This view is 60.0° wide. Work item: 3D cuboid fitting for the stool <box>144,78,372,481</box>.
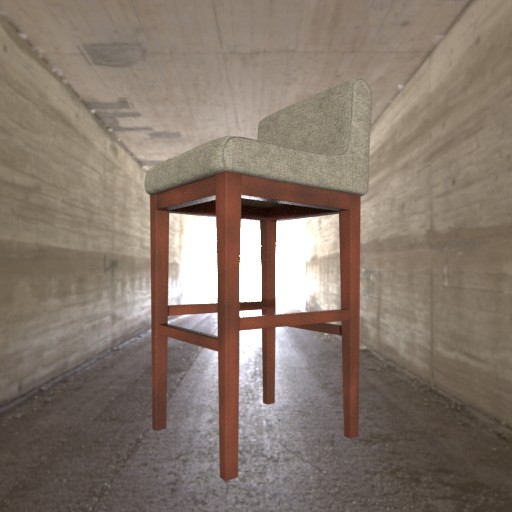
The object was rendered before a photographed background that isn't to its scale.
[{"bbox_3d":[0.000,0.000,1.228,0.499,0.965,0.426,1,-2,-36],"label":"stool"}]
